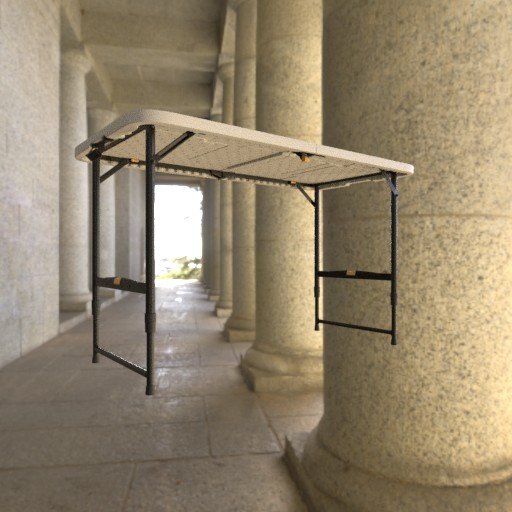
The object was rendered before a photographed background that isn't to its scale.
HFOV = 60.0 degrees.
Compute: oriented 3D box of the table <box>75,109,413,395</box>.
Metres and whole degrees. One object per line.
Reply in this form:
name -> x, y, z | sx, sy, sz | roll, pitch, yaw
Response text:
table -> 0.000, 0.000, 1.679 | 1.245, 0.737, 0.611 | 0, 0, -38
